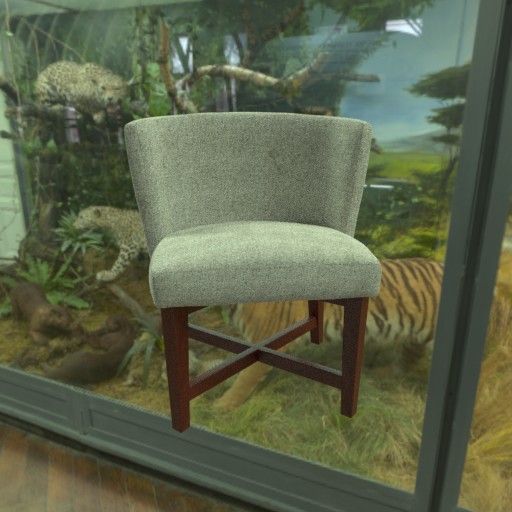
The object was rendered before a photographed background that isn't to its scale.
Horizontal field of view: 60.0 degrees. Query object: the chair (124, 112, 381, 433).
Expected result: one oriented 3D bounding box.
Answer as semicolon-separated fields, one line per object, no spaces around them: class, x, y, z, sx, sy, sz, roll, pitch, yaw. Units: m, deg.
chair;0.000;0.000;1.328;0.728;0.827;0.575;-2;17;-7
